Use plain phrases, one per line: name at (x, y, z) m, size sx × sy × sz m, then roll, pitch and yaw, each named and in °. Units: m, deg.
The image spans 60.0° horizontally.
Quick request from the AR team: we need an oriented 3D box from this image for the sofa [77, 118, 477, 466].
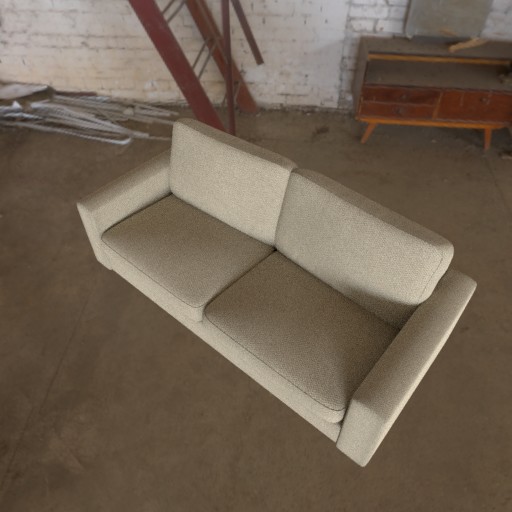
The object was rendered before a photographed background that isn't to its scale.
sofa at (0.000, 0.000, 2.613) m, size 2.179 × 0.873 × 1.016 m, roll 32°, pitch 54°, yaw 27°
